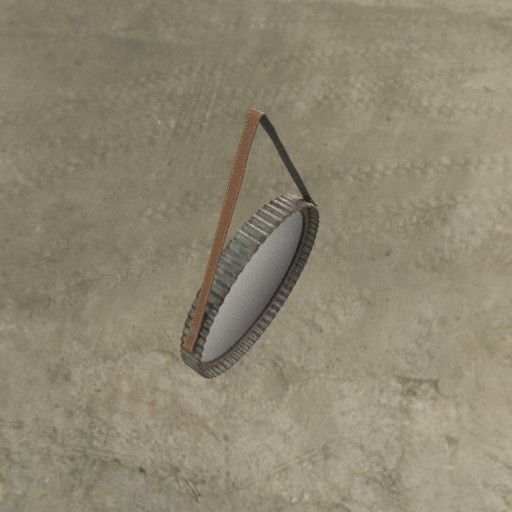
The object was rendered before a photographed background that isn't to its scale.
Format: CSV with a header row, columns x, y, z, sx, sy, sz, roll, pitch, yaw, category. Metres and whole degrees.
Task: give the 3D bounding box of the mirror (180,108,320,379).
x,y,z,sx,sy,sz,roll,pitch,yaw,category
0.000,0.000,0.704,0.042,0.568,0.355,32,63,18,mirror
